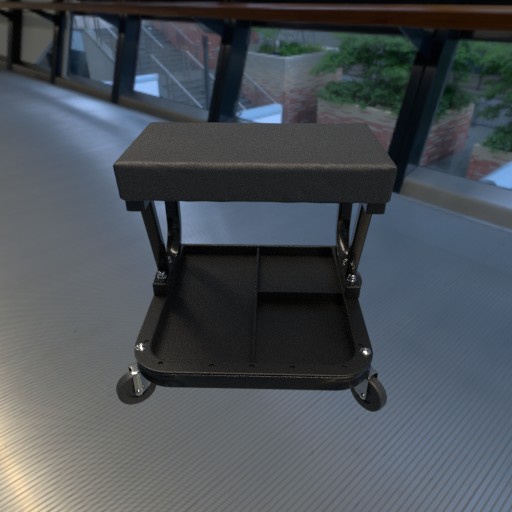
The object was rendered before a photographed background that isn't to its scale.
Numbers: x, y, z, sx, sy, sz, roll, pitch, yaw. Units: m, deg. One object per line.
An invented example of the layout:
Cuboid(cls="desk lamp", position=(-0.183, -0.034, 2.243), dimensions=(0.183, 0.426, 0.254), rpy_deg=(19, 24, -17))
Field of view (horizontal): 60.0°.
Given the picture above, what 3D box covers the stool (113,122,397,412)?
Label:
Cuboid(cls="stool", position=(0.000, 0.000, 0.738), dimensions=(0.446, 0.380, 0.371), rpy_deg=(1, 31, 1))
